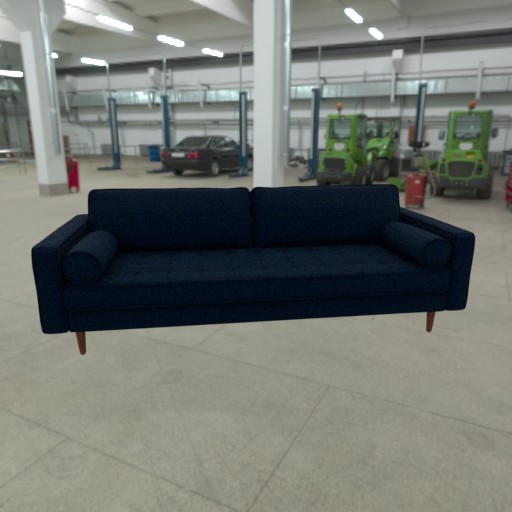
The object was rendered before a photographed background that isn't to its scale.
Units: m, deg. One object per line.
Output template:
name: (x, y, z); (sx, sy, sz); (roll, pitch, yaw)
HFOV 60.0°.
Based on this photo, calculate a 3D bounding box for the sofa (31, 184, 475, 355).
sofa: (0.000, 0.000, 2.621); (2.210, 0.762, 0.914); (-2, 16, -8)
